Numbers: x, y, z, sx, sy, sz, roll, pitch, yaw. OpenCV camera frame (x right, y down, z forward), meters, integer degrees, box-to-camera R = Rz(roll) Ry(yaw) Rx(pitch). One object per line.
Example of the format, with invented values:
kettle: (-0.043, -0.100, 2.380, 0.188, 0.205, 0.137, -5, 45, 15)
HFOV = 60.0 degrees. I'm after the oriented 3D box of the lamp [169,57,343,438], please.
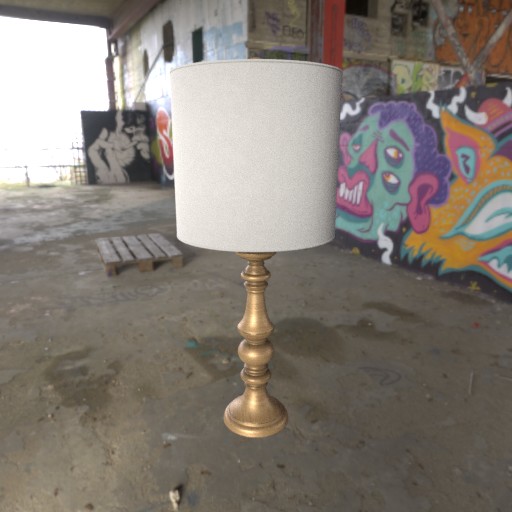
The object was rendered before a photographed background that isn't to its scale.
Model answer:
lamp: (0.000, 0.000, 0.720, 0.250, 0.597, 0.250, -2, 15, -8)
